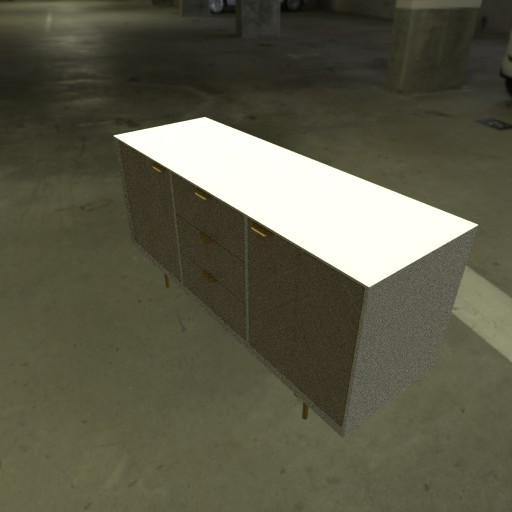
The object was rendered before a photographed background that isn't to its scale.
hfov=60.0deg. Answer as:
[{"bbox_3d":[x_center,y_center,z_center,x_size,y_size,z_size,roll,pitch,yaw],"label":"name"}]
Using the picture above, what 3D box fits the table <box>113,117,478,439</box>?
[{"bbox_3d":[0.000,0.000,1.895,0.508,0.769,1.500,-23,39,-32],"label":"table"}]
